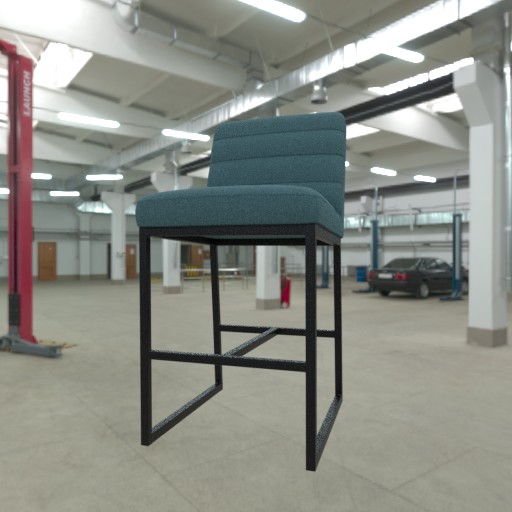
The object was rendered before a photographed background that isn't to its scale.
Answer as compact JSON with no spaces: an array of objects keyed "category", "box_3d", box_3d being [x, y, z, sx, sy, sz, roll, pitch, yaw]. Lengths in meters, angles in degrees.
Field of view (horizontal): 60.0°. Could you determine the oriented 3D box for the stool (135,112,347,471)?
[{"category":"stool","box_3d":[0.000,0.000,1.275,0.460,0.940,0.560,0,0,18]}]
